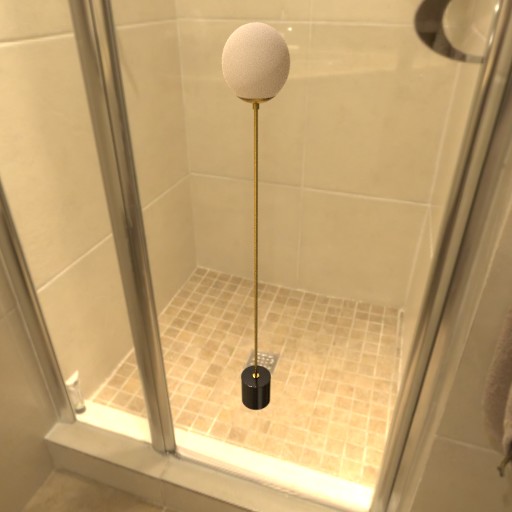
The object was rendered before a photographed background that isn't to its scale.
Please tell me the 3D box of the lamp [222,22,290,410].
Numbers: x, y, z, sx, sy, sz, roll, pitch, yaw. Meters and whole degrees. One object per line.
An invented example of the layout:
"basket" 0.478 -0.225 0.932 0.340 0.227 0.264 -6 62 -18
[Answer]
"lamp" 0.000 0.000 1.872 0.229 1.748 0.229 -10 33 -16
